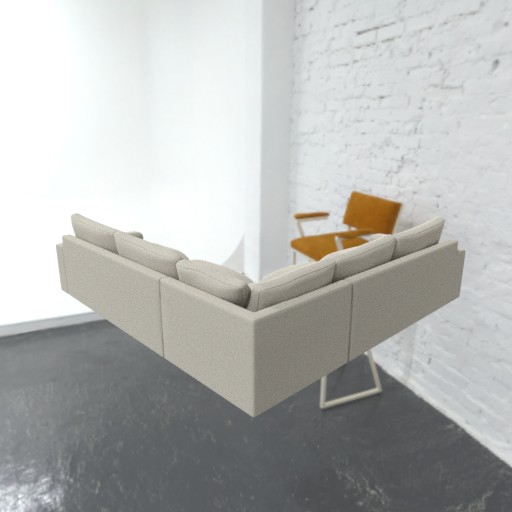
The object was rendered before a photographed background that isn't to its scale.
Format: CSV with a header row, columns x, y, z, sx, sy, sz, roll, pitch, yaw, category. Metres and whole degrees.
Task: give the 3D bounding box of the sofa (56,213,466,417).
x,y,z,sx,sy,sz,roll,pitch,yaw,category
0.000,0.000,4.804,3.066,0.918,3.206,-15,22,-41,sofa
